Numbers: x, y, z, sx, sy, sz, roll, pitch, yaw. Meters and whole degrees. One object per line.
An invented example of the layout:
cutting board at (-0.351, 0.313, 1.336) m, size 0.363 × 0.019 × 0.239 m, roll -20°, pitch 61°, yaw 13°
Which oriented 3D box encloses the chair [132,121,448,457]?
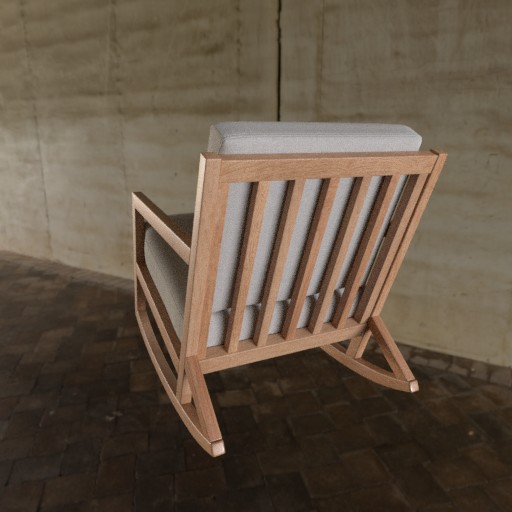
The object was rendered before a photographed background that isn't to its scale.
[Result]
chair at (0.000, 0.000, 1.400) m, size 0.622 × 0.790 × 0.857 m, roll -7°, pitch 17°, yaw -25°
